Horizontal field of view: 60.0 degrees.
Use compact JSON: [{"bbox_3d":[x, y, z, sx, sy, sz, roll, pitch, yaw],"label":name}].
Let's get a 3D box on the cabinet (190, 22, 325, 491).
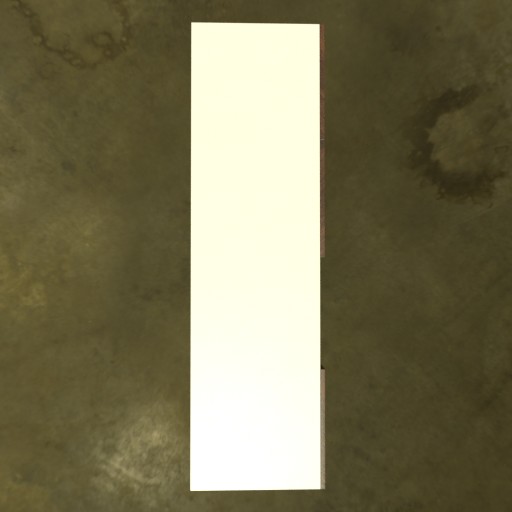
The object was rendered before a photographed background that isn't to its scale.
[{"bbox_3d":[0.000,0.000,1.690,0.431,0.533,1.499,0,89,-1],"label":"cabinet"}]
